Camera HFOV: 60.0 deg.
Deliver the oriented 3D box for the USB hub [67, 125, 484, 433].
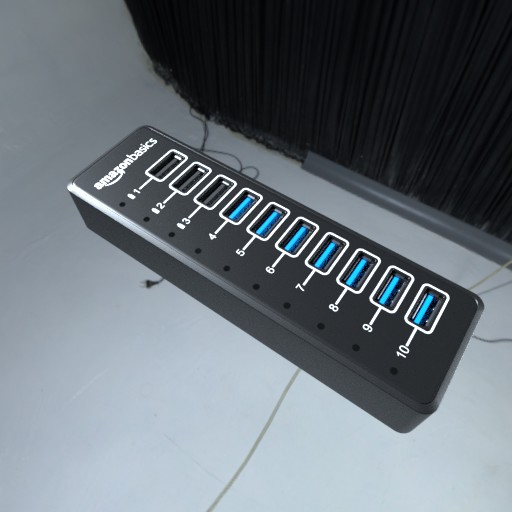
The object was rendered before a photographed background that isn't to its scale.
[{"bbox_3d":[0.000,0.000,0.159,0.145,0.023,0.044,30,61,19],"label":"USB hub"}]
